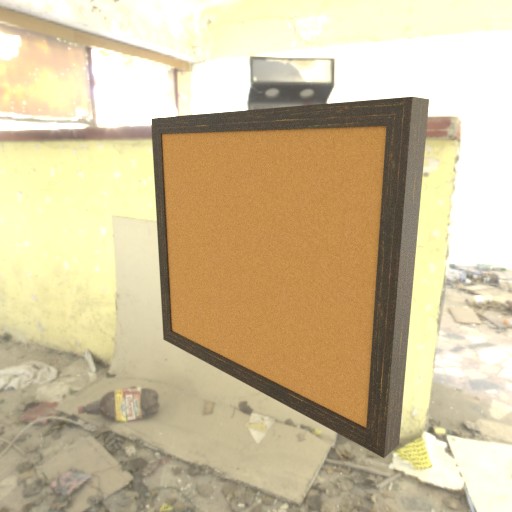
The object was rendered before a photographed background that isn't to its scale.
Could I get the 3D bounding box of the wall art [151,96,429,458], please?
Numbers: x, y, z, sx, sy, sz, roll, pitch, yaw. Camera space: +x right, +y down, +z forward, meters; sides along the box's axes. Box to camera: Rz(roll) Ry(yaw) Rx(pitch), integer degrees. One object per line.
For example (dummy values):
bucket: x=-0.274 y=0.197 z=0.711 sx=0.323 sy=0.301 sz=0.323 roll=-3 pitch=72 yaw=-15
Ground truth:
wall art: x=0.000 y=0.000 z=0.530 sx=0.031 sy=0.330 sz=0.381 roll=-13 pitch=19 yaw=-43
